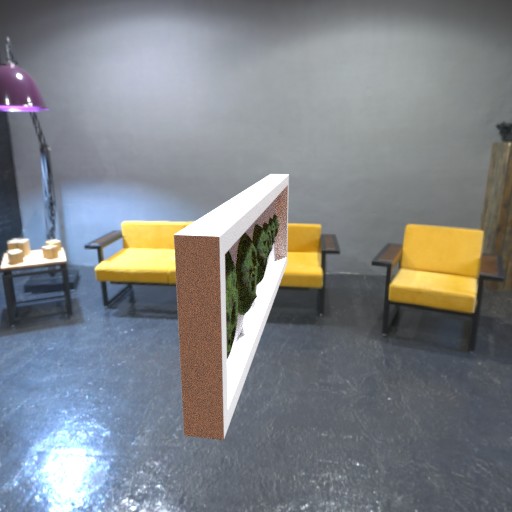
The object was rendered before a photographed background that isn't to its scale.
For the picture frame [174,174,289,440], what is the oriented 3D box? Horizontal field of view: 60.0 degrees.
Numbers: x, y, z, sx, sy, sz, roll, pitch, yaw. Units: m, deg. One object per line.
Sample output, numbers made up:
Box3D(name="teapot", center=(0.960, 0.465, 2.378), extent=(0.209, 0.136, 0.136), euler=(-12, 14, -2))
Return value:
Box3D(name="picture frame", center=(0.000, 0.000, 0.862), extent=(0.050, 0.250, 0.759), euler=(3, 16, 9))
